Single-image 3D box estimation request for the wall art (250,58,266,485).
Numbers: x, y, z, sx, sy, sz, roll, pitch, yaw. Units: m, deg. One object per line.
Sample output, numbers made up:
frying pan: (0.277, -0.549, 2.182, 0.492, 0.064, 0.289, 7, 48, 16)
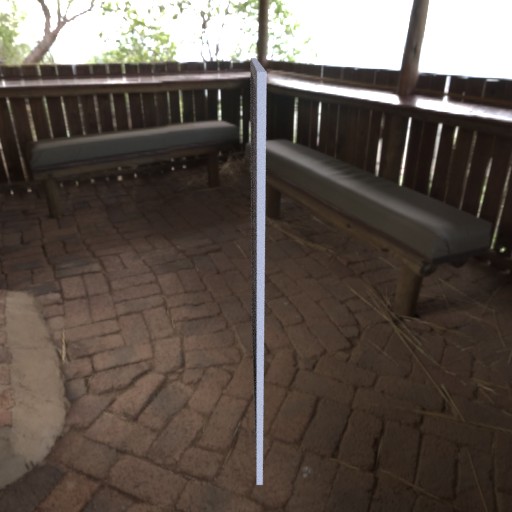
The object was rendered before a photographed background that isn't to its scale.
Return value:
wall art: (0.000, 0.000, 1.206, 0.015, 0.965, 0.660, -1, 26, -1)
